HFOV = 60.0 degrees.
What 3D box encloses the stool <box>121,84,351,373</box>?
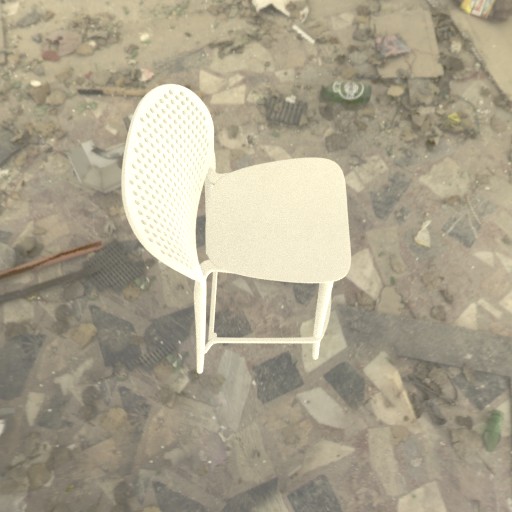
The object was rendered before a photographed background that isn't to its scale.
[{"bbox_3d":[0.000,0.000,1.372,0.535,1.045,0.536,1,65,1],"label":"stool"}]
